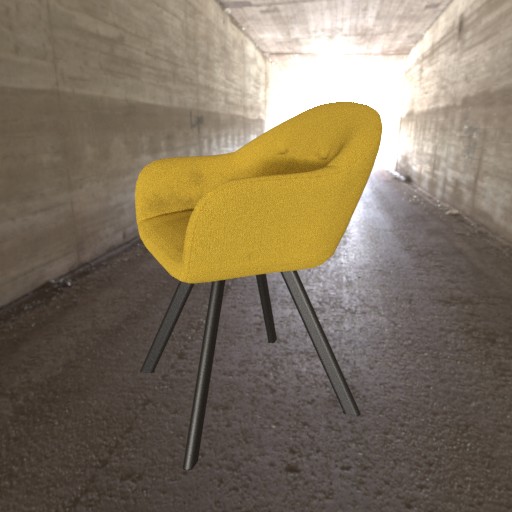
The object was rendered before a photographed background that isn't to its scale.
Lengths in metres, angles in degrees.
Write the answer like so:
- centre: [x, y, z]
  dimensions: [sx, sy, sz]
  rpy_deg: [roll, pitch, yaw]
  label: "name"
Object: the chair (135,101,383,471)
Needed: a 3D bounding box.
- centre: [0.000, 0.000, 1.158]
  dimensions: [0.565, 0.775, 0.545]
  rpy_deg: [-8, 18, -24]
  label: "chair"
